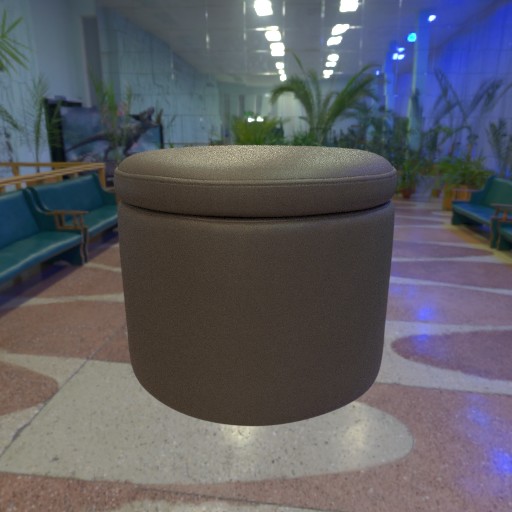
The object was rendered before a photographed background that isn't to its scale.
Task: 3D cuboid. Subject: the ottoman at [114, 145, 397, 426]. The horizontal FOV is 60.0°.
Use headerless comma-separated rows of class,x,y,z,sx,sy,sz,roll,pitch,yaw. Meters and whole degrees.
ottoman,0.000,0.000,0.855,0.500,0.409,0.500,0,16,0
